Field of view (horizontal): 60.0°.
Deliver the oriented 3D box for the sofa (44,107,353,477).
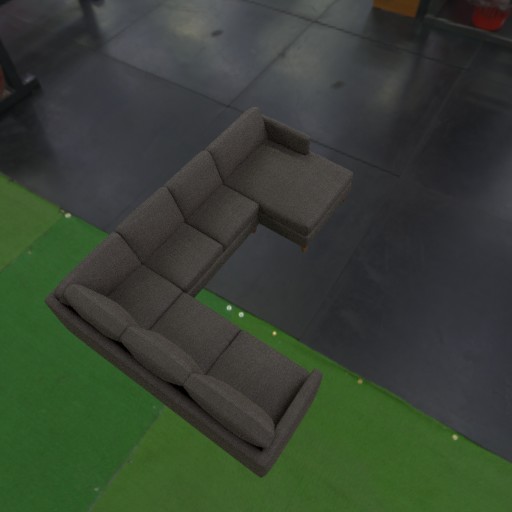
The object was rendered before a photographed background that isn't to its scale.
[{"bbox_3d":[0.000,0.000,4.792,2.594,0.961,3.460,30,61,18],"label":"sofa"}]
